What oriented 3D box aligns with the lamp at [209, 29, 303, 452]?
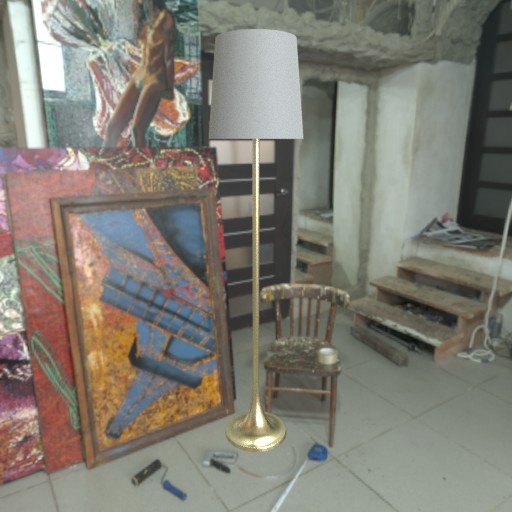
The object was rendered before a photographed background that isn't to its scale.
[{"bbox_3d":[0.000,0.000,1.693,0.337,1.543,0.337,0,15,0],"label":"lamp"}]
